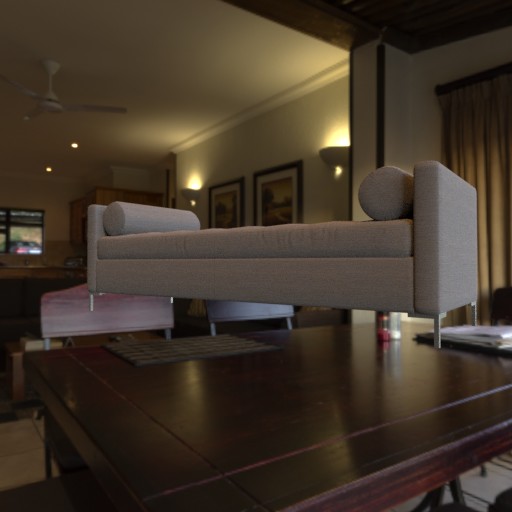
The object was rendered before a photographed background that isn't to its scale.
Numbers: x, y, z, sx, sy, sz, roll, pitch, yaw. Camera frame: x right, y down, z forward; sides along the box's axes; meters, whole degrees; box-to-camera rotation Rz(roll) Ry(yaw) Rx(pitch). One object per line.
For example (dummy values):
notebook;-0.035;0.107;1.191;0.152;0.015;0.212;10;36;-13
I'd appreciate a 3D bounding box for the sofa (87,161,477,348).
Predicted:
sofa;0.000;0.000;2.308;1.981;0.635;0.686;-1;-1;36
